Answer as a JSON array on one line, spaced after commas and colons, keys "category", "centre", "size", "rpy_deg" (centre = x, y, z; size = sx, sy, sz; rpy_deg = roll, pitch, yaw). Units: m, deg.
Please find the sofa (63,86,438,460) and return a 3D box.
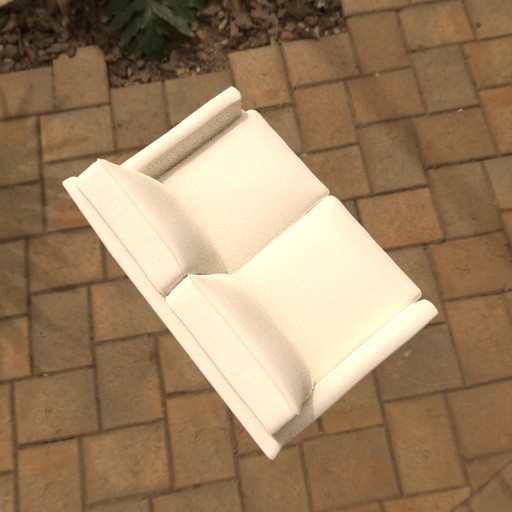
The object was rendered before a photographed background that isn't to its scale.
[{"category": "sofa", "centre": [0.000, 0.000, 2.284], "size": [1.084, 1.003, 1.597], "rpy_deg": [-38, 78, -9]}]
